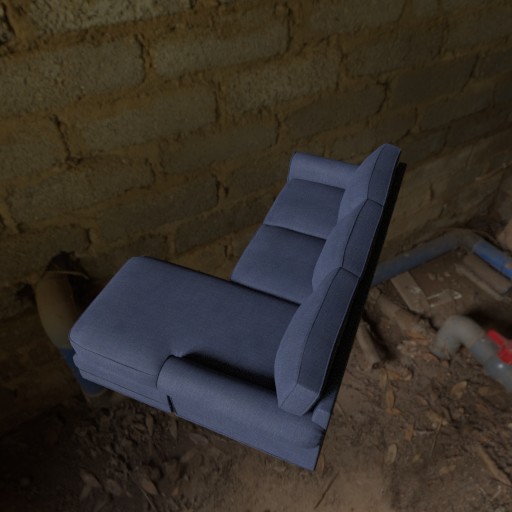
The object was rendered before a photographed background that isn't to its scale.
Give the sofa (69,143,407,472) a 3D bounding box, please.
[{"bbox_3d":[0.000,0.000,3.439,1.780,1.063,2.567,17,49,15],"label":"sofa"}]
